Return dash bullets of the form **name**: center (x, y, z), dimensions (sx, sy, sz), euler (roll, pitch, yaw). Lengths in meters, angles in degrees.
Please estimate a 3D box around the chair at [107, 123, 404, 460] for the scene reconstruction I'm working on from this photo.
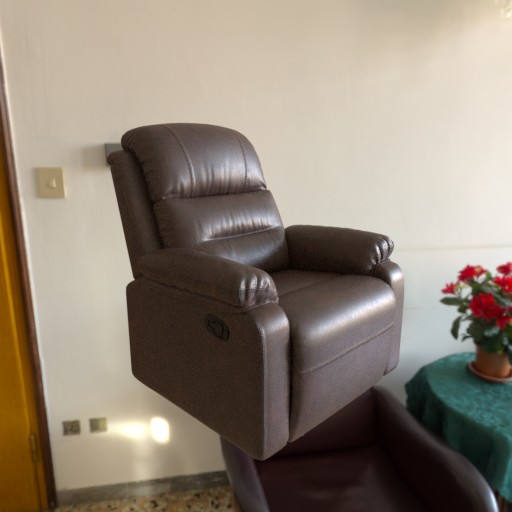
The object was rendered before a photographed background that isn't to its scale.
- **chair**: center (0.000, 0.000, 1.677), dimensions (0.919, 0.992, 0.855), euler (13, 19, 43)
